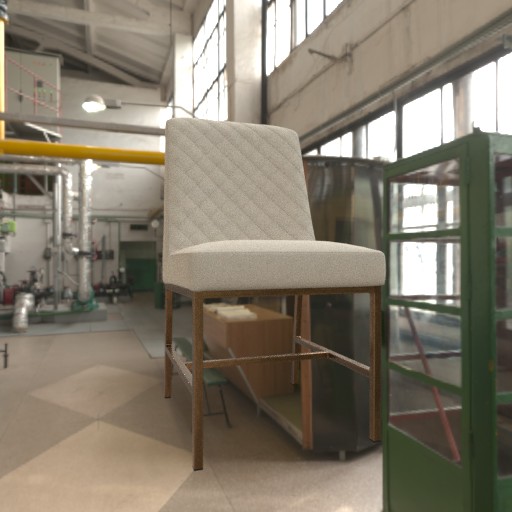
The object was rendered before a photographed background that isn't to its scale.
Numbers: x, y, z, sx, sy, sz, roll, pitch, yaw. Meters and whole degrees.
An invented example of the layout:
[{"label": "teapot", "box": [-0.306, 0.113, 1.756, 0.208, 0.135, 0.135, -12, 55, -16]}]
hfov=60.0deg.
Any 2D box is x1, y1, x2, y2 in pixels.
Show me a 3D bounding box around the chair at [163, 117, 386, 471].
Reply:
[{"label": "chair", "box": [0.000, 0.000, 1.305, 0.503, 0.933, 0.597, 0, 0, -19]}]
